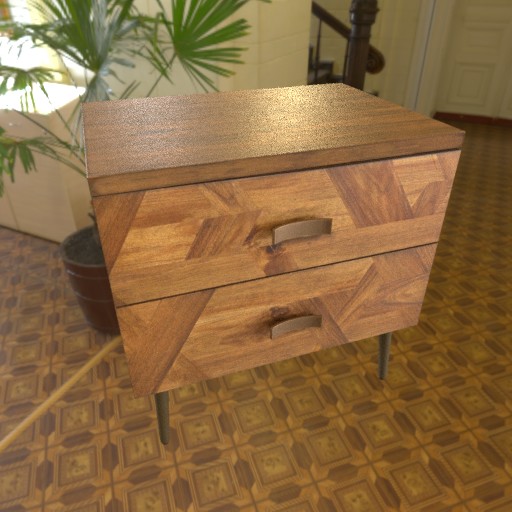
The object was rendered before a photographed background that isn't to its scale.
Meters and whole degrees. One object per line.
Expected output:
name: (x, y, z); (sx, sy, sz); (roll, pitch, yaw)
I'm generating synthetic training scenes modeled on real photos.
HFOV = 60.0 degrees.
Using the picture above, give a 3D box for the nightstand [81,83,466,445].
nightstand: (0.000, 0.000, 0.987); (0.610, 0.610, 0.458); (-11, 34, -16)
